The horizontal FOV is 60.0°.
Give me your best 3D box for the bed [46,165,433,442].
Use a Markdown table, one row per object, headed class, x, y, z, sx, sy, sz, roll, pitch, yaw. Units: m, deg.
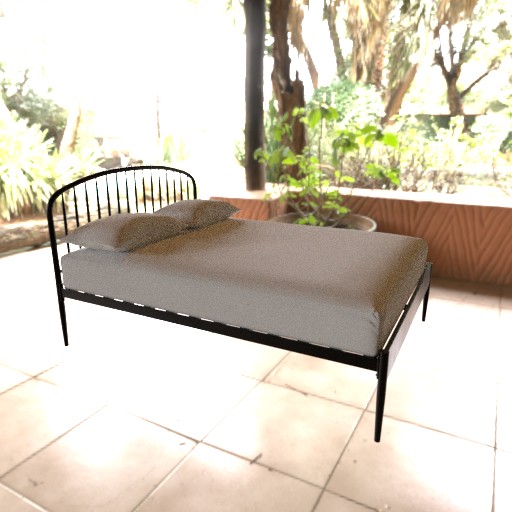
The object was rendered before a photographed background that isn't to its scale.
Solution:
| class | x | y | z | sx | sy | sz | roll | pitch | yaw |
| --- | --- | --- | --- | --- | --- | --- | --- | --- | --- |
| bed | 0.000 | 0.000 | 3.093 | 2.159 | 1.166 | 1.618 | 8 | 17 | 26 |
